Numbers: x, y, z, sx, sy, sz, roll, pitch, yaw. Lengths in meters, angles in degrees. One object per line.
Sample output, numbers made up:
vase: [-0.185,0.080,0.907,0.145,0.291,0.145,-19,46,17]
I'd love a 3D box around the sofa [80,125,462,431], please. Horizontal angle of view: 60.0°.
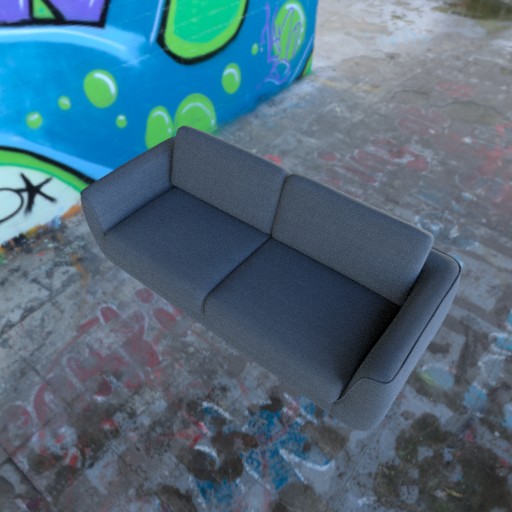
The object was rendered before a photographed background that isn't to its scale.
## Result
sofa: [0.000,0.000,2.492,2.000,0.850,0.920,29,53,26]
